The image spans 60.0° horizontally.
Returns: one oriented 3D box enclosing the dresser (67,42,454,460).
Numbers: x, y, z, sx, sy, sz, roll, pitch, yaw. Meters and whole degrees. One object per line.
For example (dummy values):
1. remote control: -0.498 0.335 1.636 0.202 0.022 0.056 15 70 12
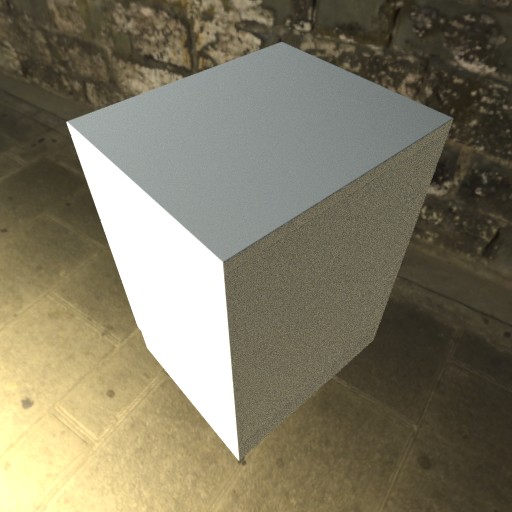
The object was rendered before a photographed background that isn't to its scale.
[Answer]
1. dresser: 0.000 0.000 0.810 0.400 0.560 0.360 -33 55 -27
